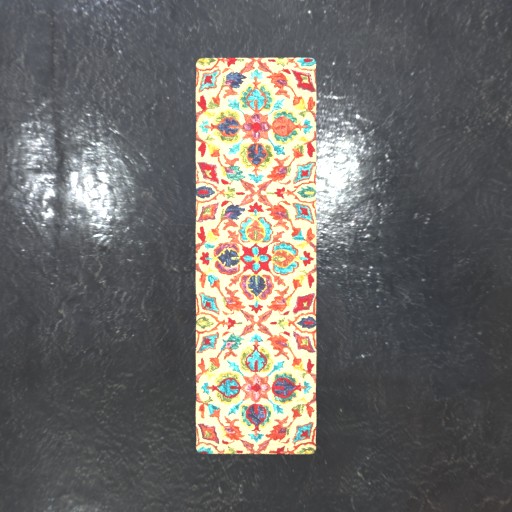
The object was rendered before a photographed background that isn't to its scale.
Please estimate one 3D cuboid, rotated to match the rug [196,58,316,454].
[{"bbox_3d":[0.000,0.000,2.547,0.693,0.016,2.273,0,90,1],"label":"rug"}]
